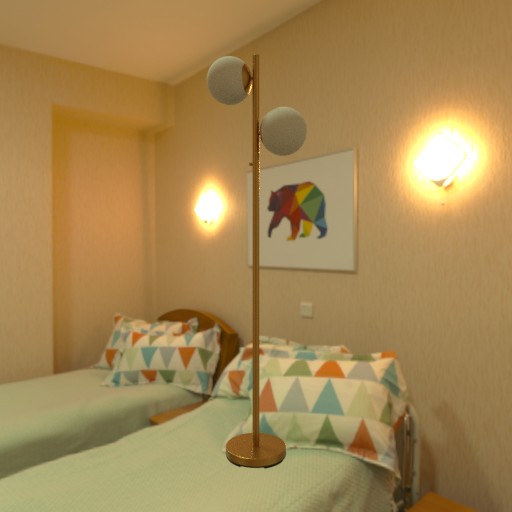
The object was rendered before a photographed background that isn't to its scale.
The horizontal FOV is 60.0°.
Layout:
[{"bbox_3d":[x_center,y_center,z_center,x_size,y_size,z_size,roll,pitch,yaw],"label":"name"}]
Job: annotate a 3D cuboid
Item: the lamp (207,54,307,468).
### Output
[{"bbox_3d":[0.000,0.000,1.818,0.419,1.641,0.249,0,1,17],"label":"lamp"}]
